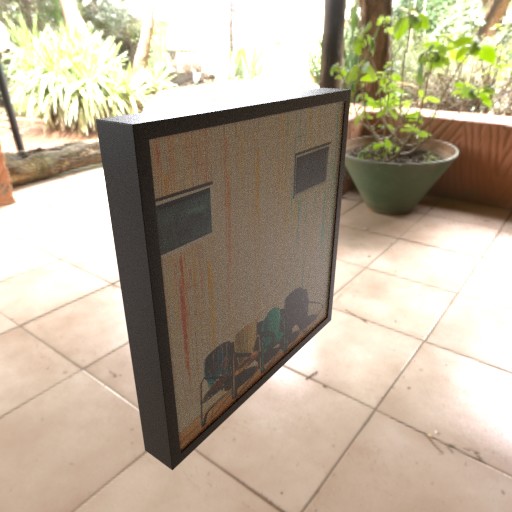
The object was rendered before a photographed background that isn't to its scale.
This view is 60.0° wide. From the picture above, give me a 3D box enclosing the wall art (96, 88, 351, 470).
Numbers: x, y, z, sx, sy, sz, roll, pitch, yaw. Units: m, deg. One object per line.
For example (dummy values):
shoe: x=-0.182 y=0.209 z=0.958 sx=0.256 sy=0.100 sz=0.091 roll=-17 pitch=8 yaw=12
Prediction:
wall art: x=0.000 y=0.000 z=0.456 sx=0.038 sy=0.304 sz=0.304 roll=18 pitch=30 yaw=33
